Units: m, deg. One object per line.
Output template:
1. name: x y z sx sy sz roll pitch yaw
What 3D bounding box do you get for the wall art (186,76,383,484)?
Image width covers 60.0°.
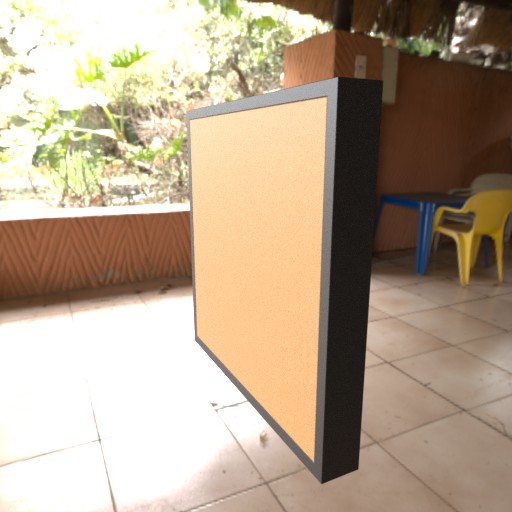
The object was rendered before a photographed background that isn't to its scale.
1. wall art: 0.000 0.000 0.456 0.038 0.304 0.304 -7 15 -26
